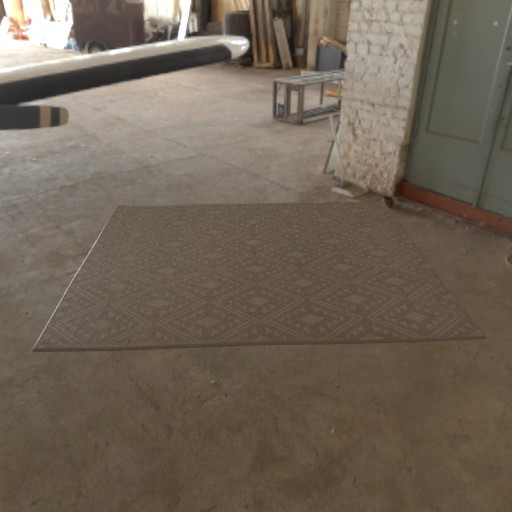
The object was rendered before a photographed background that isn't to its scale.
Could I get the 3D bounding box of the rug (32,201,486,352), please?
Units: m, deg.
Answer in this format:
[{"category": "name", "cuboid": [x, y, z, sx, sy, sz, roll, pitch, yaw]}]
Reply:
[{"category": "rug", "cuboid": [0.000, 0.000, 3.974, 3.011, 0.054, 2.399, -1, 30, -2]}]
